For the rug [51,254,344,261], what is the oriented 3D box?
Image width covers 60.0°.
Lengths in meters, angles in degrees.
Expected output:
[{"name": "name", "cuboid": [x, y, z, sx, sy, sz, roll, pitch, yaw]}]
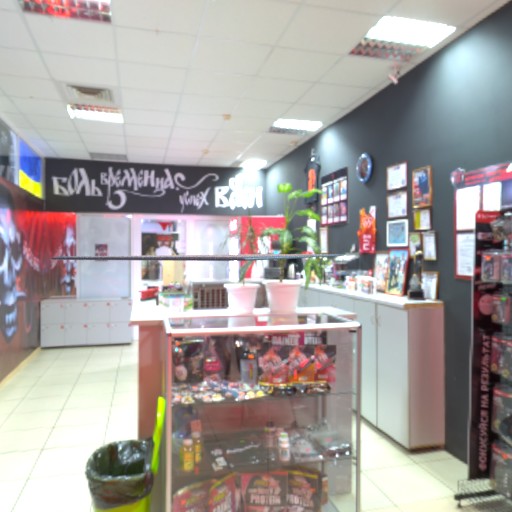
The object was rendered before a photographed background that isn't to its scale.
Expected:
[{"name": "rug", "cuboid": [0.000, 0.000, 2.358, 0.662, 0.011, 2.196, 0, 0, 18]}]
